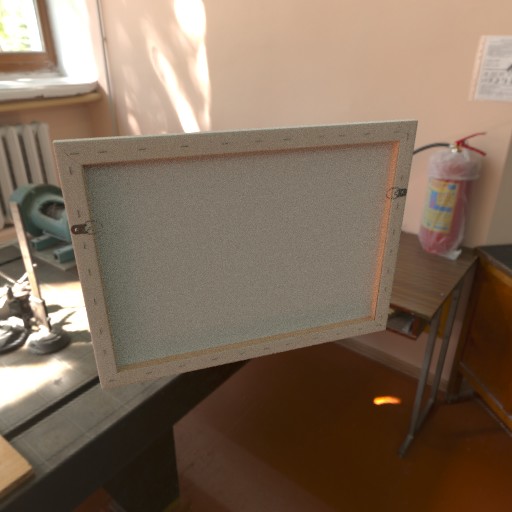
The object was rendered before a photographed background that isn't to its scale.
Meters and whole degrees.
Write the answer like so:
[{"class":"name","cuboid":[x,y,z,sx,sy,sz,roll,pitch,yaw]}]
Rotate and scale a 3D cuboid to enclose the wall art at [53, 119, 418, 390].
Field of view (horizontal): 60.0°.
[{"class":"wall art","cuboid":[0.000,0.000,1.634,1.219,0.912,0.042,-8,27,-16]}]
